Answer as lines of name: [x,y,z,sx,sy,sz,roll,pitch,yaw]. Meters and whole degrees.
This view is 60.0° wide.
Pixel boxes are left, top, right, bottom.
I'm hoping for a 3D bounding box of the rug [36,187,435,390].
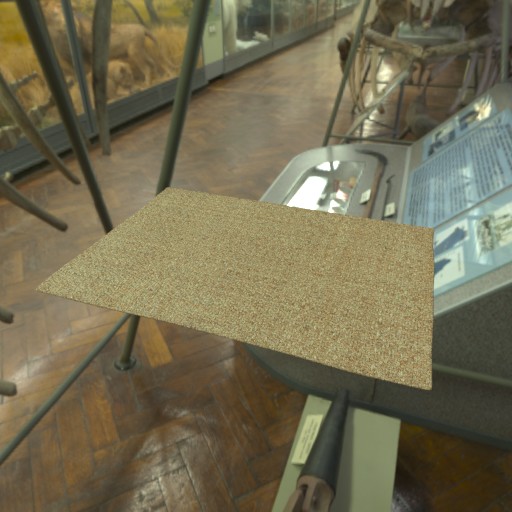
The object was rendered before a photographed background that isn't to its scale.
rug: [0.000,0.000,2.812,2.141,0.013,1.566,11,34,16]
